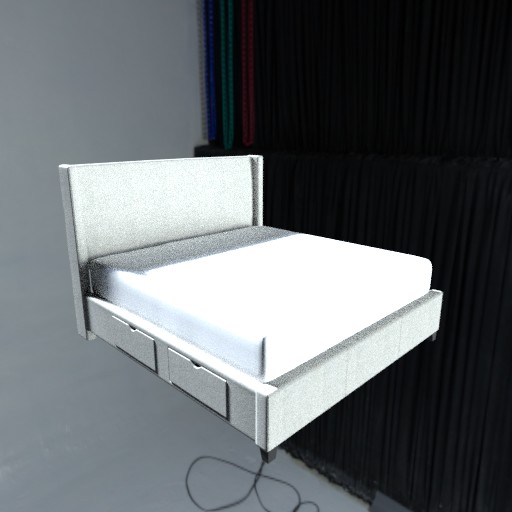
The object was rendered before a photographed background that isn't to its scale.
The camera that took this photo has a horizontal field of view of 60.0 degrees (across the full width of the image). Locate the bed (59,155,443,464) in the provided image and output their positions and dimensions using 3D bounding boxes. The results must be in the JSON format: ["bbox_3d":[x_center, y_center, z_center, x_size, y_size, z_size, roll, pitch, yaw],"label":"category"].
[{"bbox_3d":[0.000,0.000,3.646,2.280,1.470,2.140,15,22,43],"label":"bed"}]
